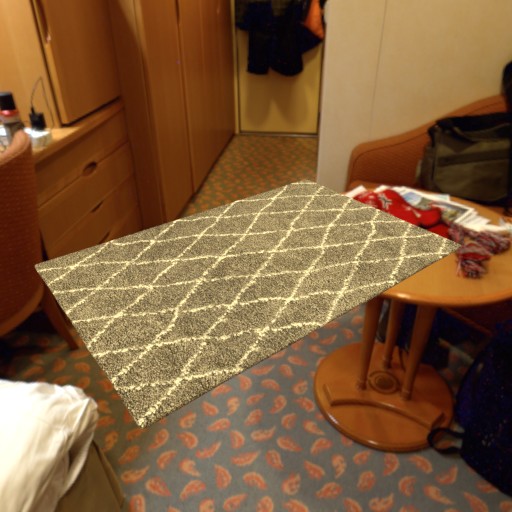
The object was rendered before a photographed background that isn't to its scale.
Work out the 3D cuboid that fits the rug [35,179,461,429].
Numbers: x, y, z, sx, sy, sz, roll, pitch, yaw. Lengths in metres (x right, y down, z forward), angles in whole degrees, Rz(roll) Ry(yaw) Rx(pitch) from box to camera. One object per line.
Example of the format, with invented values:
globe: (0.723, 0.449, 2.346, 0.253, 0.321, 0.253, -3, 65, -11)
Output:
rug: (0.000, 0.000, 3.372, 2.743, 0.030, 1.778, -22, 38, -32)
